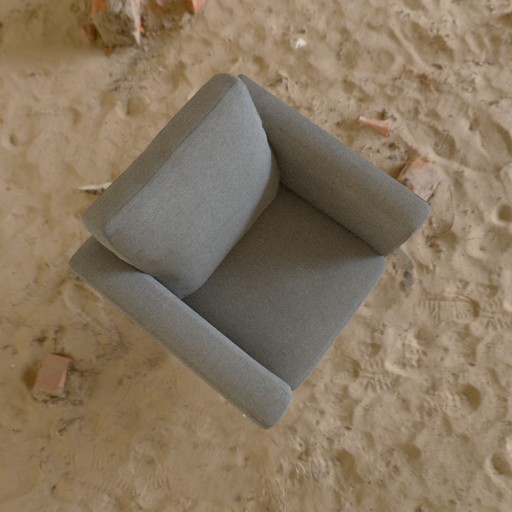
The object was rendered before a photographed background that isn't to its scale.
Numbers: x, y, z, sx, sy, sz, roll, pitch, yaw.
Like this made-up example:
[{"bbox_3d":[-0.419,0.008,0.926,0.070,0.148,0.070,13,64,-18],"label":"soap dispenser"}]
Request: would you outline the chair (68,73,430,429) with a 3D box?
[{"bbox_3d":[0.000,0.000,1.569,0.800,0.927,0.855,37,79,9],"label":"chair"}]
